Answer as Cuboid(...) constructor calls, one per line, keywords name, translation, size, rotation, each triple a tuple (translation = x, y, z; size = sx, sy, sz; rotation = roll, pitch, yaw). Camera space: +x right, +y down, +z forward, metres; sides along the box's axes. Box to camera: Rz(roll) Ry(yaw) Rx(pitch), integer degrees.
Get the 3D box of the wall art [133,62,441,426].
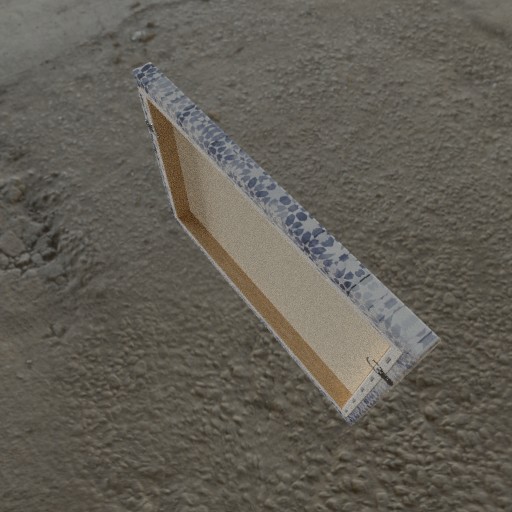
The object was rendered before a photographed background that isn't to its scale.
Cuboid(name="wall art", translation=(0.000, 0.000, 1.159), size=(0.057, 0.608, 0.911), rotation=(-34, 65, -18))
